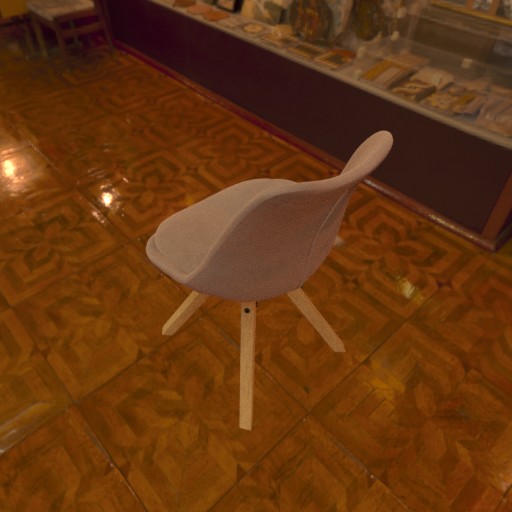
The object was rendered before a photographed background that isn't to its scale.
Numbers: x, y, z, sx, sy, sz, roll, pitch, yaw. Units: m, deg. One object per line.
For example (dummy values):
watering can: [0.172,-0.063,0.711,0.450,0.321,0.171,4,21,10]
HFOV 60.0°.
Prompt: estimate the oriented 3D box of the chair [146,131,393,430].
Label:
chair: [0.000,0.000,1.173,0.485,0.850,0.550,-31,53,-27]
